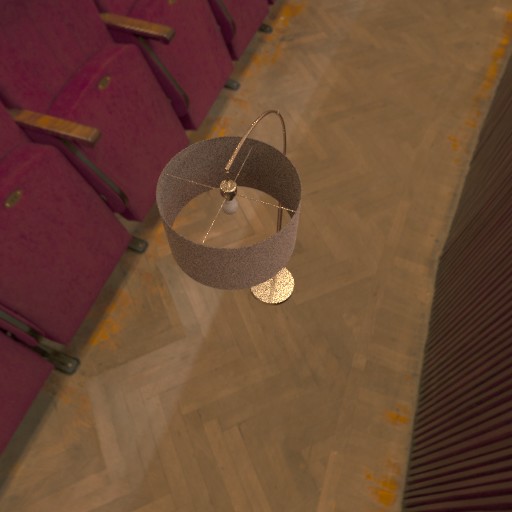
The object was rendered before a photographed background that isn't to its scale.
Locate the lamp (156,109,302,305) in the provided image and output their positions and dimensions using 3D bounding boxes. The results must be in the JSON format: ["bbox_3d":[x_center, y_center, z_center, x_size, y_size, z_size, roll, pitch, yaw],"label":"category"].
[{"bbox_3d":[0.000,0.000,2.153,0.452,1.735,0.934,17,60,10],"label":"lamp"}]
